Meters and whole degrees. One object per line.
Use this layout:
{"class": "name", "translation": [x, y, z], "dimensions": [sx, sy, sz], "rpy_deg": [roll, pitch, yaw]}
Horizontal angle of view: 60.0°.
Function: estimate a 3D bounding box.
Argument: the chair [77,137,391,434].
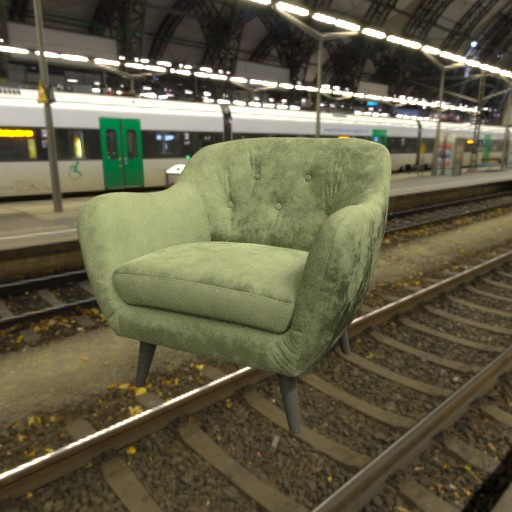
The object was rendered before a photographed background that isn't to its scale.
{"class": "chair", "translation": [0.000, 0.000, 1.525], "dimensions": [0.840, 0.804, 0.819], "rpy_deg": [7, 15, 25]}
